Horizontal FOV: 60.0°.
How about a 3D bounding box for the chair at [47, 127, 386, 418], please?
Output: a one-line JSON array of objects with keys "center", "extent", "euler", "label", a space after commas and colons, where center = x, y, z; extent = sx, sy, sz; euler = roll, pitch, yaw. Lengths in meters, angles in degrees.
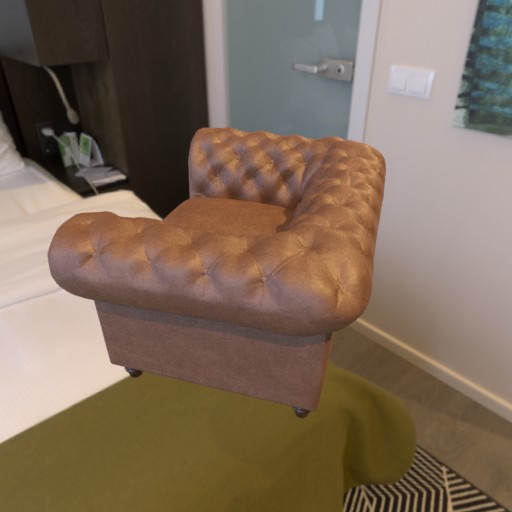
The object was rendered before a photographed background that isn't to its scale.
[{"center": [0.000, 0.000, 1.862], "extent": [0.954, 0.784, 1.298], "euler": [9, 33, 14], "label": "chair"}]
